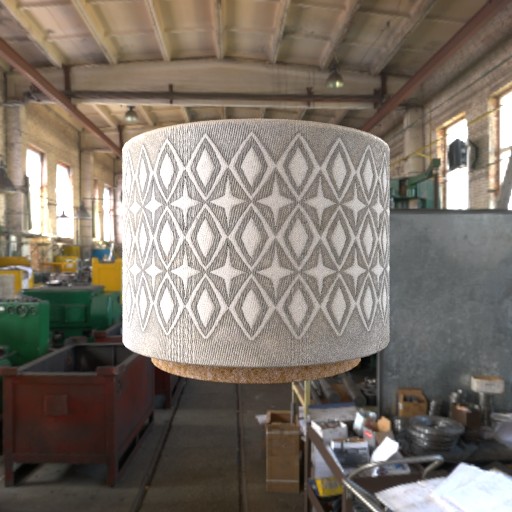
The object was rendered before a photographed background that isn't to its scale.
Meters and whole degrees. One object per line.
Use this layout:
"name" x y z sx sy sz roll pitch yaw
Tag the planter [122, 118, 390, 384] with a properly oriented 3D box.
"planter" 0.000 0.000 0.285 0.164 0.127 0.164 0 0 0
